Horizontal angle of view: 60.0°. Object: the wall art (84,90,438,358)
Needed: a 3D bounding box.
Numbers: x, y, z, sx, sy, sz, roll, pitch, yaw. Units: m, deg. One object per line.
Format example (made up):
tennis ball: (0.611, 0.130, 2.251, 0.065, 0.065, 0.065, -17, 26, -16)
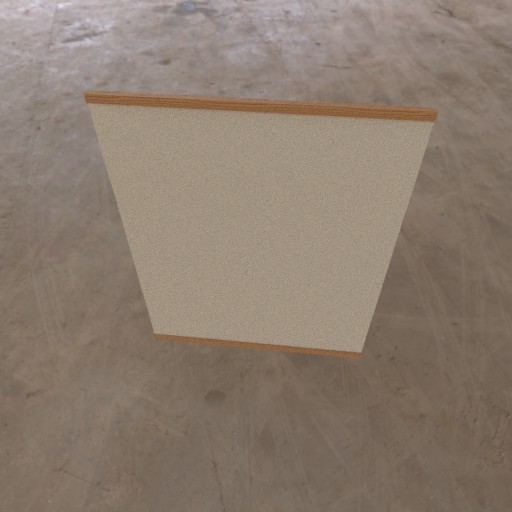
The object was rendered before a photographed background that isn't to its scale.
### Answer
wall art: (0.000, 0.000, 0.687, 0.404, 0.507, 0.010, 4, 46, 4)
